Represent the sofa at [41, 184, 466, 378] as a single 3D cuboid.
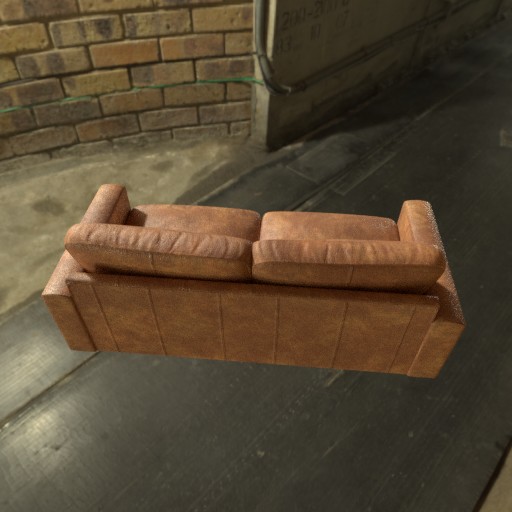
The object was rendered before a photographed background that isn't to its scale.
[{"bbox_3d":[0.000,0.000,2.682,2.179,0.873,1.016,4,46,3],"label":"sofa"}]
